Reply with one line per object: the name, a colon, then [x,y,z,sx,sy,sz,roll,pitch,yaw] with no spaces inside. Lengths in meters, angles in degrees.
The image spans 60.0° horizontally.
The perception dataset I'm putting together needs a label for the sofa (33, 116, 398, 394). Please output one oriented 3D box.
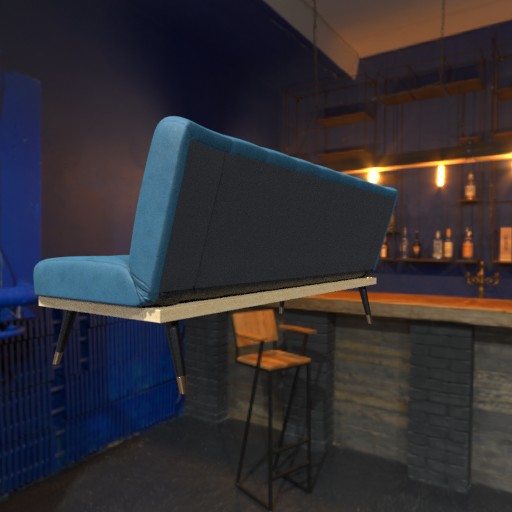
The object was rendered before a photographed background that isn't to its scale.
sofa: [0.000,0.000,2.177,0.830,0.825,1.810,1,1,36]
